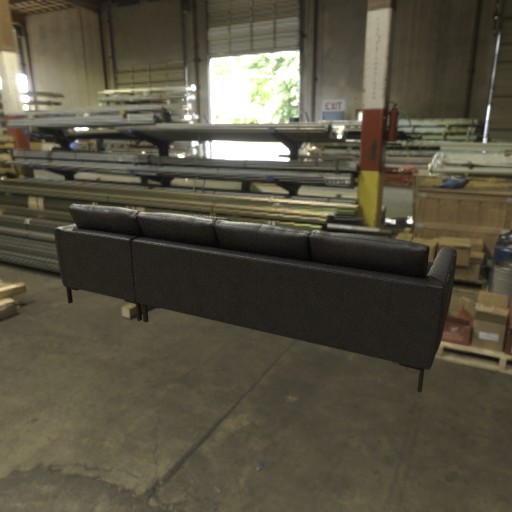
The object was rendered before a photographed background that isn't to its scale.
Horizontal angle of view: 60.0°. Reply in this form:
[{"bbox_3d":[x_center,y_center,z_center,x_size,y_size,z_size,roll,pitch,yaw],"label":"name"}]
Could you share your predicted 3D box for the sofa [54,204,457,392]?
[{"bbox_3d":[0.000,0.000,3.642,2.993,0.859,1.471,8,19,26],"label":"sofa"}]
